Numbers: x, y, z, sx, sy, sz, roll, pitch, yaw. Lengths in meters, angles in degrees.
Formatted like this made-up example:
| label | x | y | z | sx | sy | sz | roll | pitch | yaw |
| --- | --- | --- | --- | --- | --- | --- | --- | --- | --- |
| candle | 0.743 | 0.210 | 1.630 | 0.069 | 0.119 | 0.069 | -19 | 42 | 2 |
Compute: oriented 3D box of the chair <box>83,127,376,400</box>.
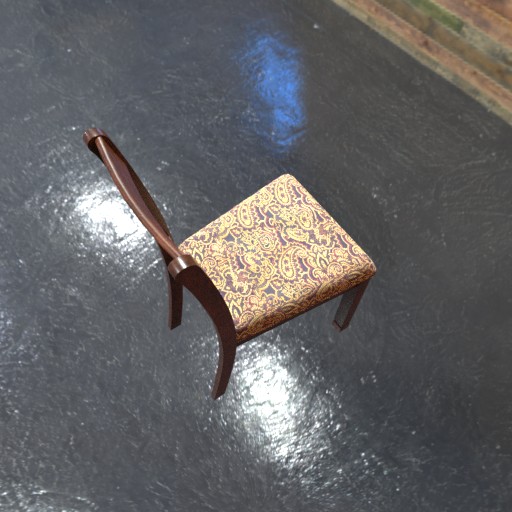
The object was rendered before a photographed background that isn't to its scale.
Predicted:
| label | x | y | z | sx | sy | sz | roll | pitch | yaw |
| --- | --- | --- | --- | --- | --- | --- | --- | --- | --- |
| chair | 0.000 | 0.000 | 1.296 | 0.584 | 0.965 | 0.457 | -30 | 64 | -17 |
